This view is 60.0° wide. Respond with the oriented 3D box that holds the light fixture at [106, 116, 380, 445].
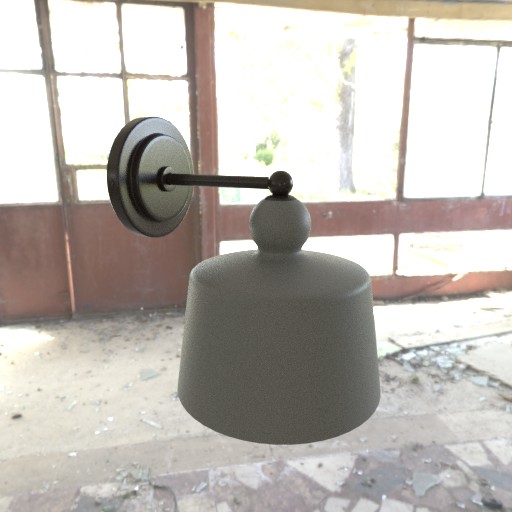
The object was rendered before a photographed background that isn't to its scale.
[{"bbox_3d":[0.000,0.000,0.435,0.254,0.268,0.204,7,16,26],"label":"light fixture"}]
